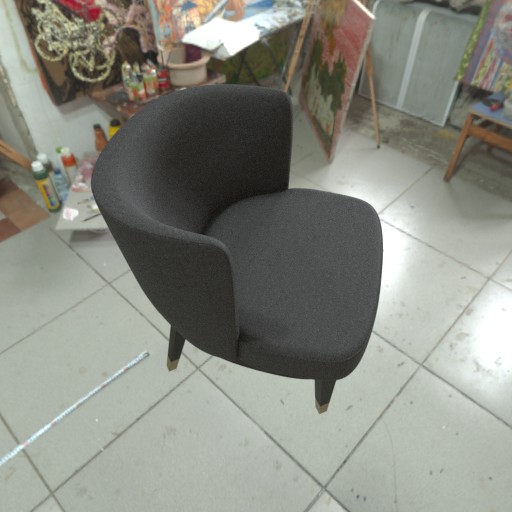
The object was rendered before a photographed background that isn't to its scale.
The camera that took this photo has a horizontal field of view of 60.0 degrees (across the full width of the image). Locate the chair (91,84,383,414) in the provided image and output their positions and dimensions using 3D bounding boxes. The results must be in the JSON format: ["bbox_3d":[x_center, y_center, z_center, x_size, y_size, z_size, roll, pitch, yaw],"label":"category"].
[{"bbox_3d":[0.000,0.000,1.259,0.698,0.695,0.639,11,48,10],"label":"chair"}]
